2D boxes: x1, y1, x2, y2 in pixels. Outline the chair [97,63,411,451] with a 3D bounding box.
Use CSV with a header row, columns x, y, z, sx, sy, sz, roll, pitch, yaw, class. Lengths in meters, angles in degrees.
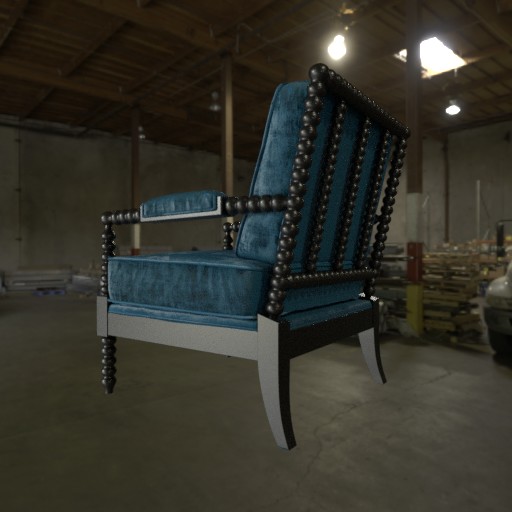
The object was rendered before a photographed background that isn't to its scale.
x,y,z,sx,sy,sz,roll,pitch,yaw,class
0.000,0.000,1.424,0.805,0.857,0.688,0,1,35,chair
